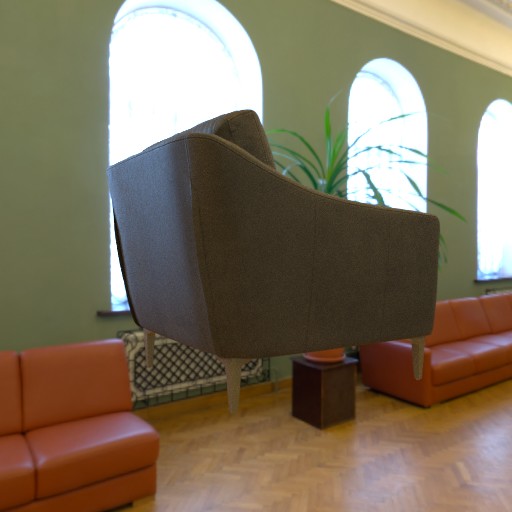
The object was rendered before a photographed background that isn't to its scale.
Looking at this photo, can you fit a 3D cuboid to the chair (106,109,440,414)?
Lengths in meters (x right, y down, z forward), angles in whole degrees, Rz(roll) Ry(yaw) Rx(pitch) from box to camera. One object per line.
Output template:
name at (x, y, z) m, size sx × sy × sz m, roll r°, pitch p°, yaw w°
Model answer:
chair at (0.000, 0.000, 1.711) m, size 0.961 × 0.901 × 0.988 m, roll -1°, pitch 2°, yaw -36°
